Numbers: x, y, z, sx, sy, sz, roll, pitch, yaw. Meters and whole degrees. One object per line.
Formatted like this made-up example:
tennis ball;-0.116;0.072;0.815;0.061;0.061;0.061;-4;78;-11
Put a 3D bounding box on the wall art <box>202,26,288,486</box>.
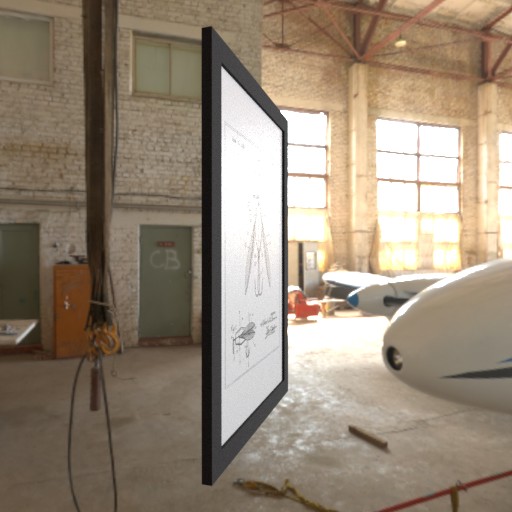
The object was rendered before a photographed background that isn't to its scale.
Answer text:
wall art;0.000;0.000;0.697;0.013;0.534;0.380;0;0;18
